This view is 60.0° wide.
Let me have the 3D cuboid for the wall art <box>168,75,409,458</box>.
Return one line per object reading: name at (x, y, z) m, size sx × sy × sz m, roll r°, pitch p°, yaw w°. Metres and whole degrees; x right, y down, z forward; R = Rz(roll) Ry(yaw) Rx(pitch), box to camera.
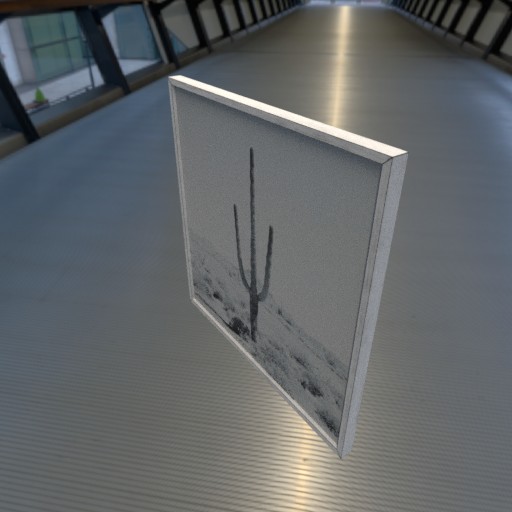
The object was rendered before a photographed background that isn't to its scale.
wall art at (0.000, 0.000, 1.144) m, size 0.038 × 0.762 × 0.762 m, roll -21°, pitch 38°, yaw -29°
